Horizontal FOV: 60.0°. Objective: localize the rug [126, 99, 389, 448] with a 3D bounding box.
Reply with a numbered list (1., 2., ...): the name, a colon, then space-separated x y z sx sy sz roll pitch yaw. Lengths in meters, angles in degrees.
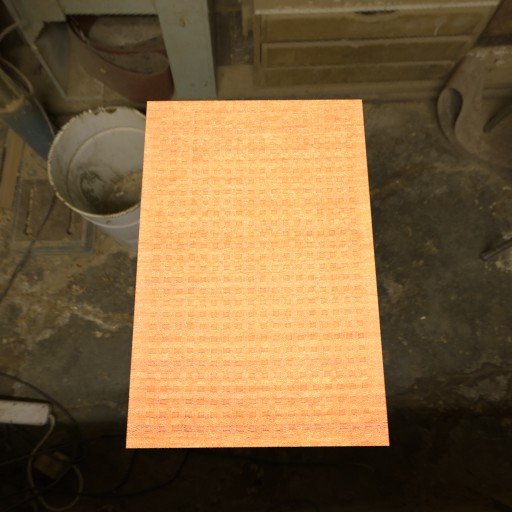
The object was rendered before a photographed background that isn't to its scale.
1. rug: 0.000 0.000 2.862 1.524 0.006 2.285 0 75 0
